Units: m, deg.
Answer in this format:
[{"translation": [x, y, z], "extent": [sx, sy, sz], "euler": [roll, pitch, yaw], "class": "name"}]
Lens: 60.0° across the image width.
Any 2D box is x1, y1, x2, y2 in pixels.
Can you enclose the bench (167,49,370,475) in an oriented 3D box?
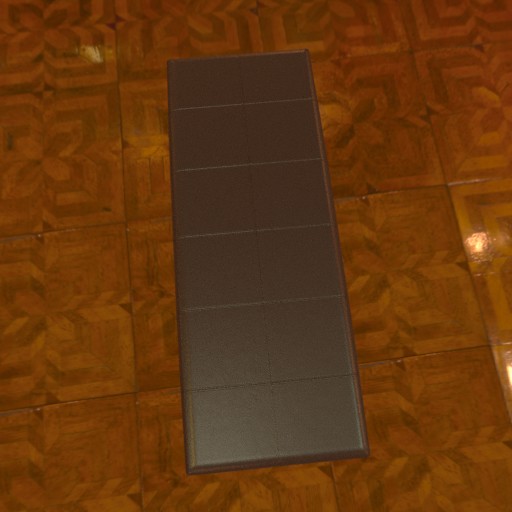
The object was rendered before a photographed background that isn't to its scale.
[{"translation": [0.000, 0.000, 1.322], "extent": [0.429, 0.457, 1.092], "euler": [-5, 74, -1], "class": "bench"}]
